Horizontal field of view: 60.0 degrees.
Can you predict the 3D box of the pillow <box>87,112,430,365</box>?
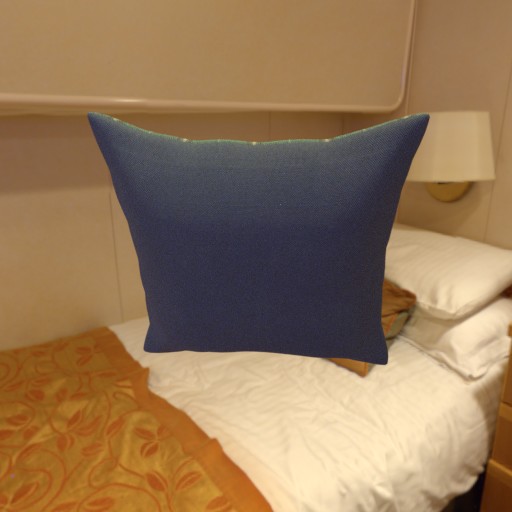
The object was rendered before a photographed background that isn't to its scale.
[{"bbox_3d":[0.000,0.000,0.697,0.453,0.430,0.200,2,17,8],"label":"pillow"}]
